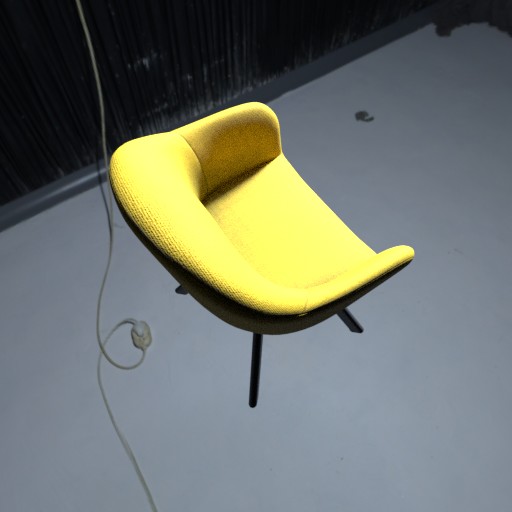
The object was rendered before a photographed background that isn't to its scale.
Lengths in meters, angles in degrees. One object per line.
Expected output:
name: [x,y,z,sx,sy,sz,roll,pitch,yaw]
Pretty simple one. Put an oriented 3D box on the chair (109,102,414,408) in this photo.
chair: [0.000,0.000,1.169,0.550,0.795,0.590,-30,63,-17]
